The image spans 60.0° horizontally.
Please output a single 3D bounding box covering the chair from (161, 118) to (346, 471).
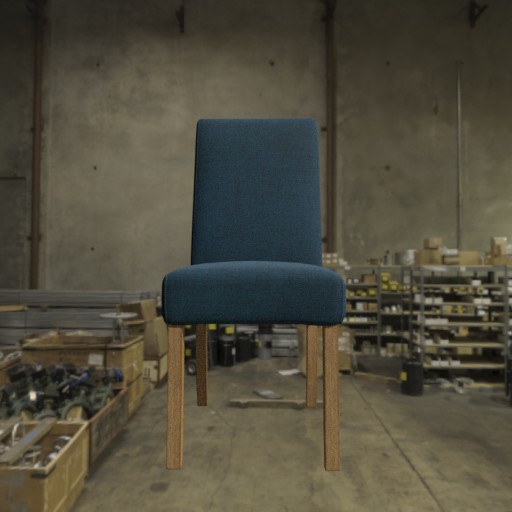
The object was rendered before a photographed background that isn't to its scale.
[{"bbox_3d":[0.000,0.000,1.361,0.450,1.029,0.610,0,-2,1],"label":"chair"}]
